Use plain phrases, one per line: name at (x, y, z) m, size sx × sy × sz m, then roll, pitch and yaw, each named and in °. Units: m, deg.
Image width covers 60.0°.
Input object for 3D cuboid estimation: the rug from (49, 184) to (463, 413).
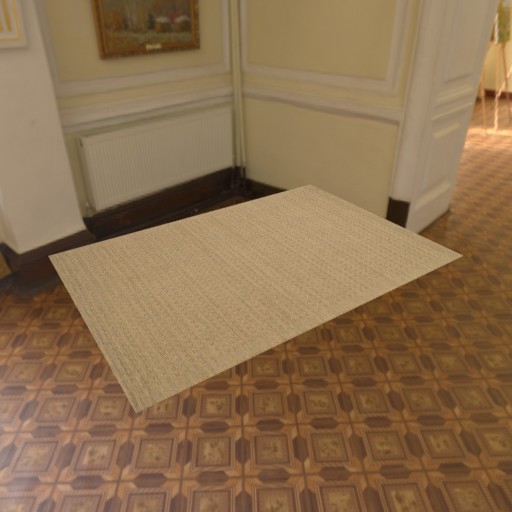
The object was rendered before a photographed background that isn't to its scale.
rug at (0.000, 0.000, 3.751) m, size 2.895 × 0.006 × 1.981 m, roll -19°, pitch 36°, yaw -29°
